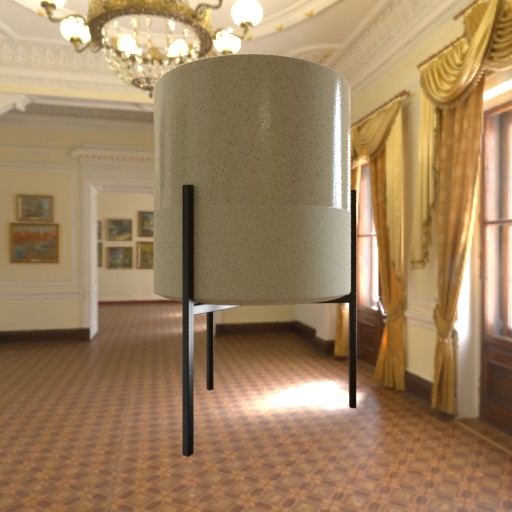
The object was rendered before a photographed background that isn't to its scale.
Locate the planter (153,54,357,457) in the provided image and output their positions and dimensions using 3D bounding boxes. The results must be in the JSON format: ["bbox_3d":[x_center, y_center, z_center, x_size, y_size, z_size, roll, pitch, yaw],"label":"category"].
[{"bbox_3d":[0.000,0.000,0.540,0.243,0.390,0.234,0,0,0],"label":"planter"}]
